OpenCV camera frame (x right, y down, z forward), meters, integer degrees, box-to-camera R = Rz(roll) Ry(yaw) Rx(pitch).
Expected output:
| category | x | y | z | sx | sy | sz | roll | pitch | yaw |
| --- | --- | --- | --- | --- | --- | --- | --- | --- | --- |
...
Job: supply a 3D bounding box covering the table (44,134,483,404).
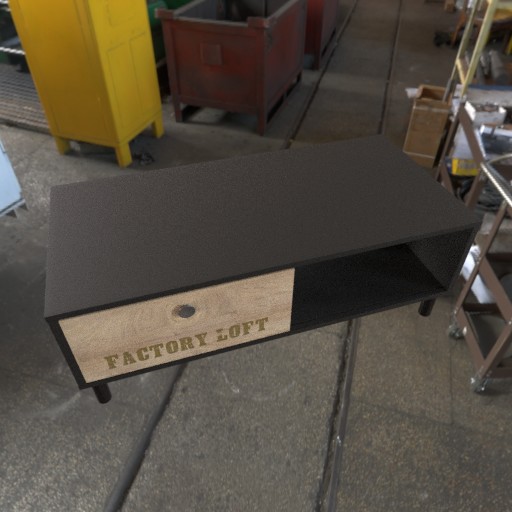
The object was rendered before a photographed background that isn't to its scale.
| category | x | y | z | sx | sy | sz | roll | pitch | yaw |
| --- | --- | --- | --- | --- | --- | --- | --- | --- | --- |
| table | 0.000 | 0.000 | 1.374 | 1.100 | 0.400 | 0.550 | -12 | 43 | -13 |
